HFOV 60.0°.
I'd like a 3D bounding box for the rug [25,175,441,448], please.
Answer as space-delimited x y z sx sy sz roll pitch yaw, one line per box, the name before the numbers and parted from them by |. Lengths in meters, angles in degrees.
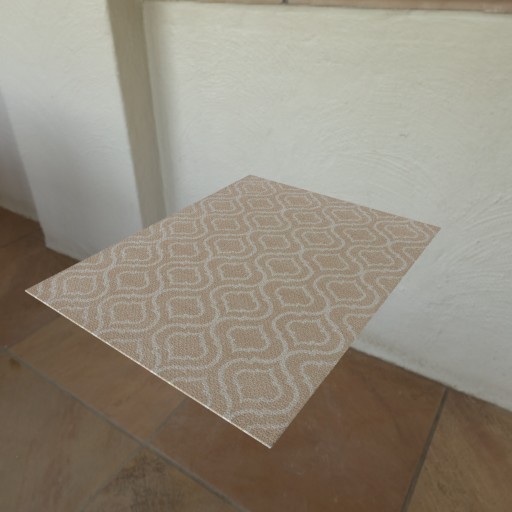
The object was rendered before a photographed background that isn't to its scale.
rug | 0.000 0.000 3.827 2.286 0.013 2.894 21 38 30
